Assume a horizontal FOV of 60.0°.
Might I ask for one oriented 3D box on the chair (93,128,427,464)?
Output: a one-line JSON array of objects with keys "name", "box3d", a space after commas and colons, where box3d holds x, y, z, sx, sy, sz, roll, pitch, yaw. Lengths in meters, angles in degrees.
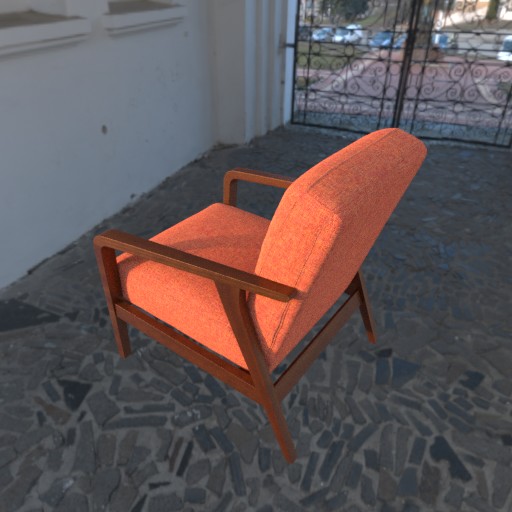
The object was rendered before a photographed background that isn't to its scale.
[{"name": "chair", "box3d": [0.000, 0.000, 1.528, 0.860, 0.890, 0.719, 21, 38, 29]}]
